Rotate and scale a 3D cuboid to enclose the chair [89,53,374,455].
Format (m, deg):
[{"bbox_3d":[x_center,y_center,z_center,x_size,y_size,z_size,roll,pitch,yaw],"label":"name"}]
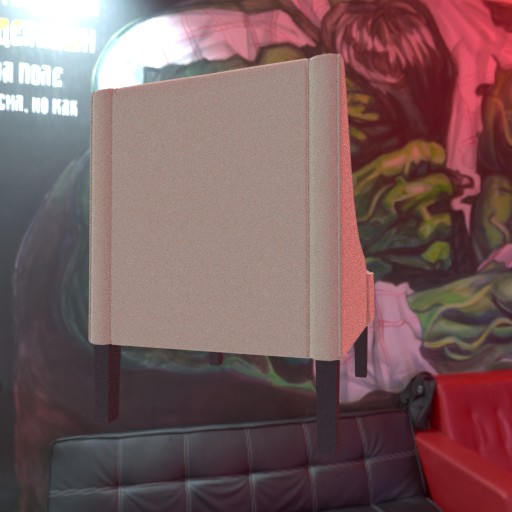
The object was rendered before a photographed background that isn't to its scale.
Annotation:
[{"bbox_3d":[0.000,0.000,1.436,0.689,0.886,0.806,0,-1,19],"label":"chair"}]
